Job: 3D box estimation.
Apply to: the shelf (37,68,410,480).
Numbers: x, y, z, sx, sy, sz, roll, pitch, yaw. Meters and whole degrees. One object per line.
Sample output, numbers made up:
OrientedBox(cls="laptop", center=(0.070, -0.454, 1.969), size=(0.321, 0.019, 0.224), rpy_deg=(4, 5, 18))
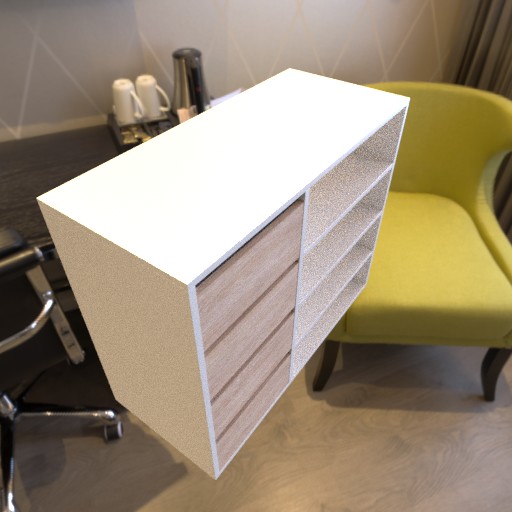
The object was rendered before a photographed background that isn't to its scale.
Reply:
OrientedBox(cls="shelf", center=(0.000, 0.000, 1.281), size=(0.396, 0.732, 0.895), rpy_deg=(26, 48, 26))
